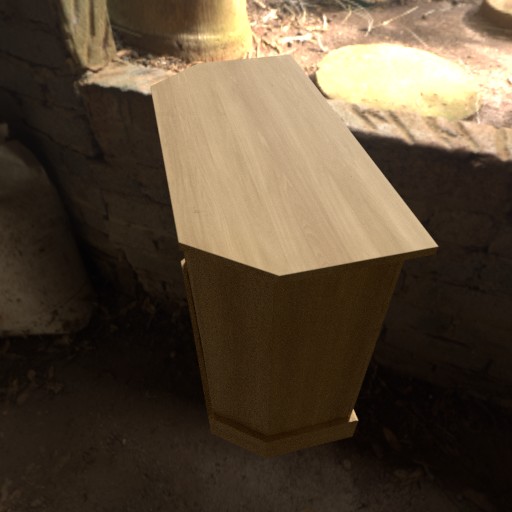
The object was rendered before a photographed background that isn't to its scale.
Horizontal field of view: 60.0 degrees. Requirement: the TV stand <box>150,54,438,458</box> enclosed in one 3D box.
[{"bbox_3d":[0.000,0.000,1.280,0.425,0.781,0.851,-10,46,-10],"label":"TV stand"}]
